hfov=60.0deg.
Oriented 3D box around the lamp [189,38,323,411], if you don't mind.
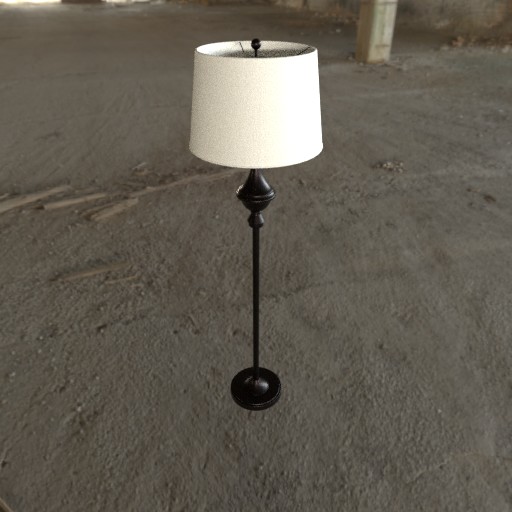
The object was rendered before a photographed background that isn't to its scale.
[{"bbox_3d":[0.000,0.000,1.674,0.431,1.484,0.431,0,33,0],"label":"lamp"}]
